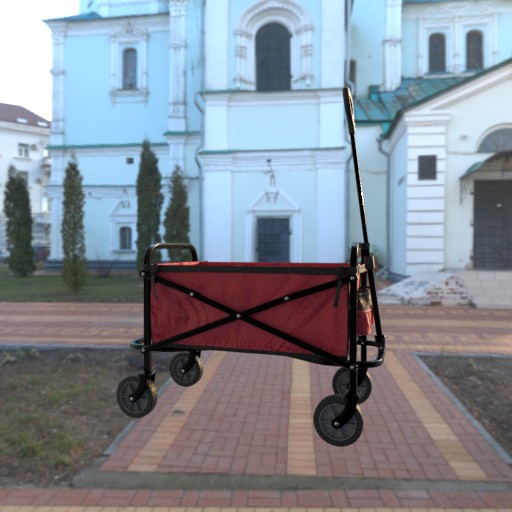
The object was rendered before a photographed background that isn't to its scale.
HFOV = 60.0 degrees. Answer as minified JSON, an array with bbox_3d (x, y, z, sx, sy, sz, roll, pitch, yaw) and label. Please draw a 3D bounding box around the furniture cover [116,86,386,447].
[{"bbox_3d":[0.000,0.000,1.844,1.038,1.295,0.532,0,1,18],"label":"furniture cover"}]
